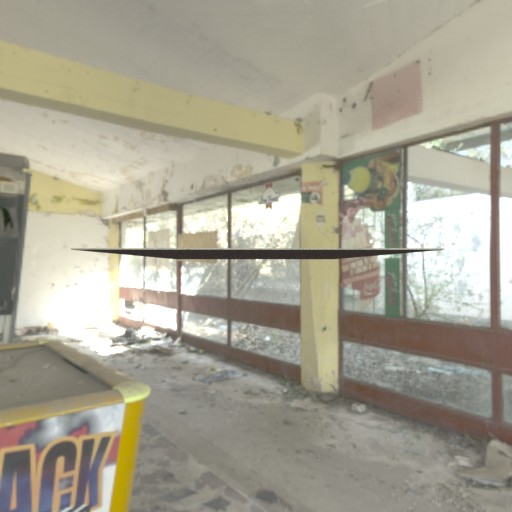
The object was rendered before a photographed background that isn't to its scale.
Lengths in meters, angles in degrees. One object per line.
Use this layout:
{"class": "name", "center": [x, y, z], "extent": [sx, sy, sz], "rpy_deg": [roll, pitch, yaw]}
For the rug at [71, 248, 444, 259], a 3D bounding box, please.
{"class": "rug", "center": [0.000, 0.000, 2.990], "extent": [1.507, 0.007, 2.433], "rpy_deg": [0, -1, -1]}
